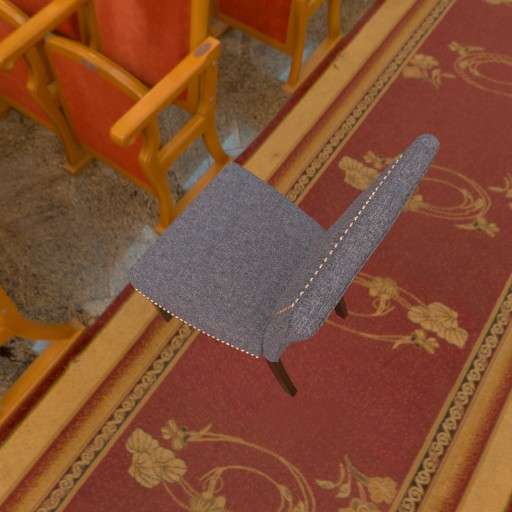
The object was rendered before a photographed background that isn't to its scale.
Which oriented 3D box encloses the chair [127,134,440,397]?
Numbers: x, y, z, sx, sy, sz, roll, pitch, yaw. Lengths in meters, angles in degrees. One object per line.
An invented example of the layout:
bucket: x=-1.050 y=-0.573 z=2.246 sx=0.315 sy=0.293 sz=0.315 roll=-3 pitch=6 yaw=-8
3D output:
chair: x=0.000 y=0.000 z=1.259 sx=0.589 sy=0.946 sz=0.518 roll=33 pitch=69 yaw=15
